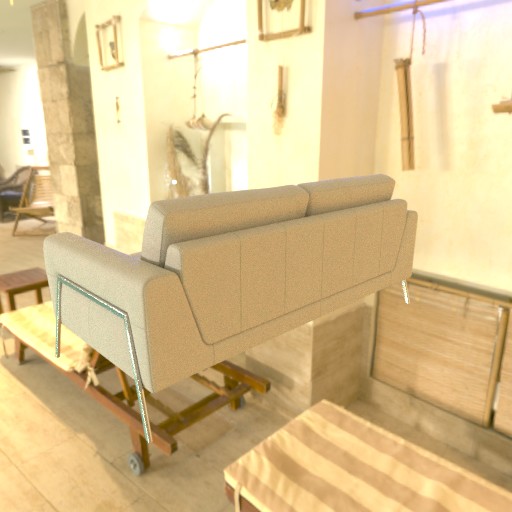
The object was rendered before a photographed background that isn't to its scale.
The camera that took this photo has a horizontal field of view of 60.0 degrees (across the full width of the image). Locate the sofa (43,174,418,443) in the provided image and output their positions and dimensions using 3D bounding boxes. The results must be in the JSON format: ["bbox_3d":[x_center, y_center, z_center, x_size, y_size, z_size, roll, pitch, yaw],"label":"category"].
[{"bbox_3d":[0.000,0.000,2.541,2.017,0.875,0.953,-15,21,-42],"label":"sofa"}]
